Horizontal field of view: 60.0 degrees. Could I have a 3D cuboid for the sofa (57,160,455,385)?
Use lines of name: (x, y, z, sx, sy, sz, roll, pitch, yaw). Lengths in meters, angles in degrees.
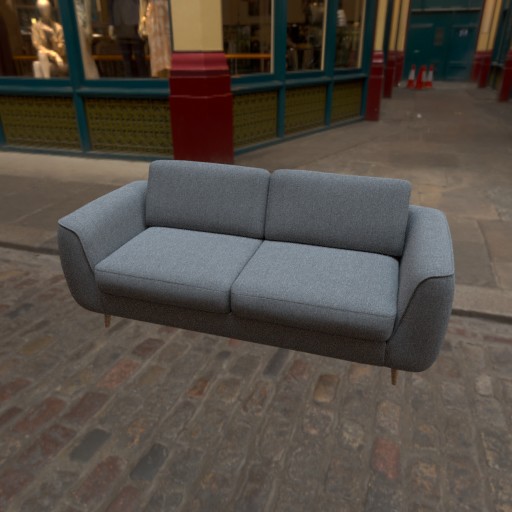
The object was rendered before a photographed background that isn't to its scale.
sofa: (0.000, 0.000, 2.480, 2.000, 0.870, 0.920, 8, 27, 16)
